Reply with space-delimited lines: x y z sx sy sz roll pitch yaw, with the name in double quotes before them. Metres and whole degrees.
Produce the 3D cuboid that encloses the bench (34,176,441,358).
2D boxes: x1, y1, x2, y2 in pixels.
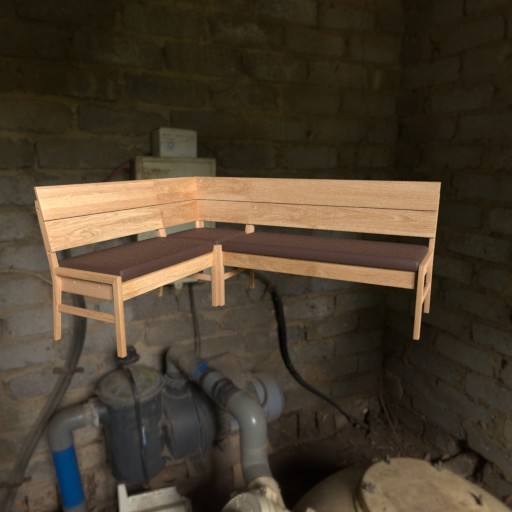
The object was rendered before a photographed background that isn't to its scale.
"bench" 0.000 0.000 2.778 1.975 0.890 1.549 6 14 25
